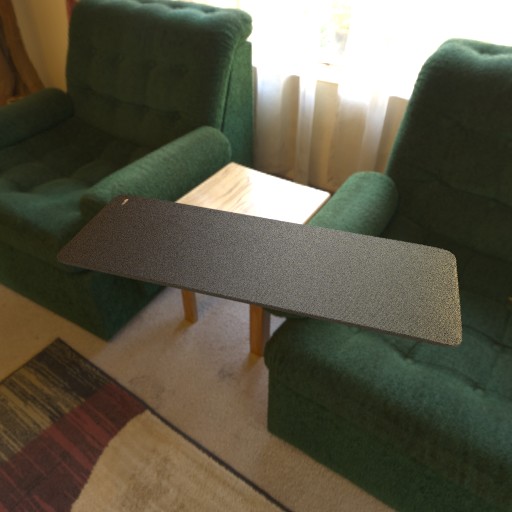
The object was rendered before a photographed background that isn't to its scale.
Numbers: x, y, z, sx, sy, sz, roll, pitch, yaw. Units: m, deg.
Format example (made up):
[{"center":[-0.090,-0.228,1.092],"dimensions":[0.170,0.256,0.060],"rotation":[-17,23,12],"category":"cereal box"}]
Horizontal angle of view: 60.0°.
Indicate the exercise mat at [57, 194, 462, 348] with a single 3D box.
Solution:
[{"center":[0.000,0.000,2.156],"dimensions":[1.869,0.021,0.616],"rotation":[11,42,13],"category":"exercise mat"}]
